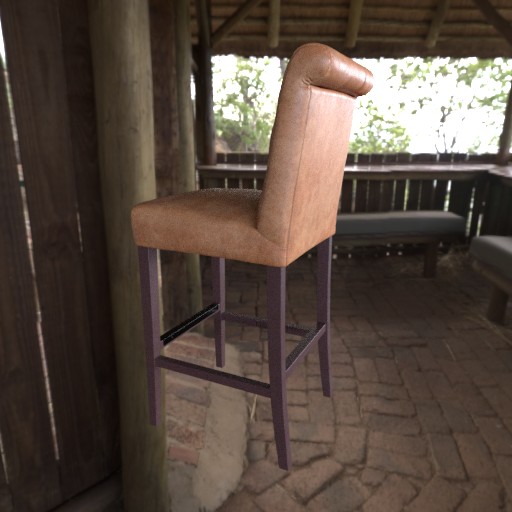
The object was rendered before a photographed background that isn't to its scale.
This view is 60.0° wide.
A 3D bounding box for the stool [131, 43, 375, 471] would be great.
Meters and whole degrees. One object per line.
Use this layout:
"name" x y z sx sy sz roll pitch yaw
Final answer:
"stool" 0.000 0.000 1.413 0.601 1.140 0.493 7 17 25
